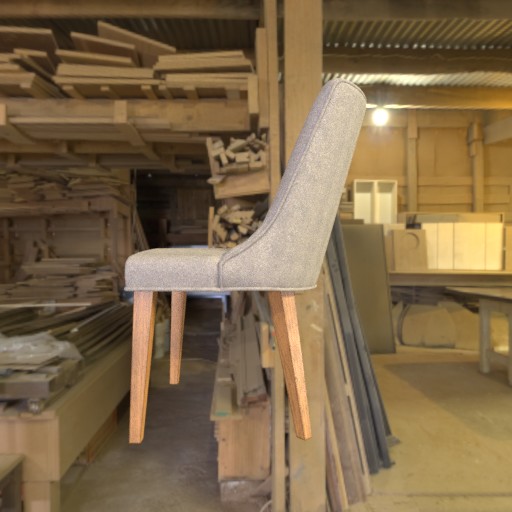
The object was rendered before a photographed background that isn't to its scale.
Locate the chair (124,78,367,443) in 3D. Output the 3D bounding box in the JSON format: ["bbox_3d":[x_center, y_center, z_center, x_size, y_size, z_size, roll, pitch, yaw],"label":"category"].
[{"bbox_3d":[0.000,0.000,1.332,0.636,0.916,0.548,0,1,1],"label":"chair"}]
